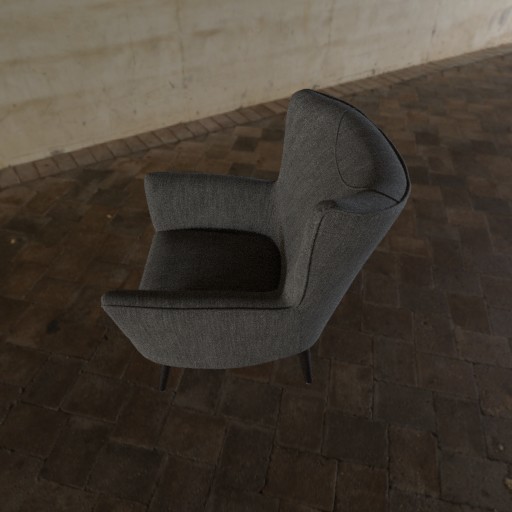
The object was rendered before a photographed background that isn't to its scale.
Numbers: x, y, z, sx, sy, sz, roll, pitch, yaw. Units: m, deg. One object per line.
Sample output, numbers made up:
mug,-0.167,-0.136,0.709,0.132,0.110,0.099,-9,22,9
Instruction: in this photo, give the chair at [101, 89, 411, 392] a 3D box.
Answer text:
chair,0.000,0.000,1.597,0.888,0.933,0.781,0,40,0
